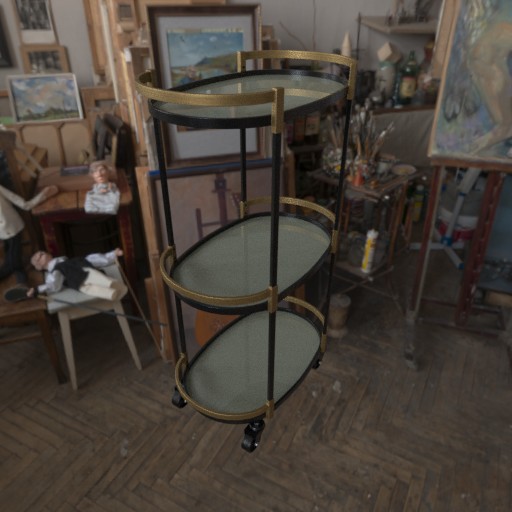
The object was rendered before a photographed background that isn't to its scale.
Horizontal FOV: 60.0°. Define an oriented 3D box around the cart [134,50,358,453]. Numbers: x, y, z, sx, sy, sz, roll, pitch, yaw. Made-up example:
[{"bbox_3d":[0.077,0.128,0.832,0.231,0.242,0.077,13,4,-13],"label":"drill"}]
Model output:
[{"bbox_3d":[0.000,0.000,1.109,0.311,0.885,0.515,20,37,29],"label":"cart"}]
